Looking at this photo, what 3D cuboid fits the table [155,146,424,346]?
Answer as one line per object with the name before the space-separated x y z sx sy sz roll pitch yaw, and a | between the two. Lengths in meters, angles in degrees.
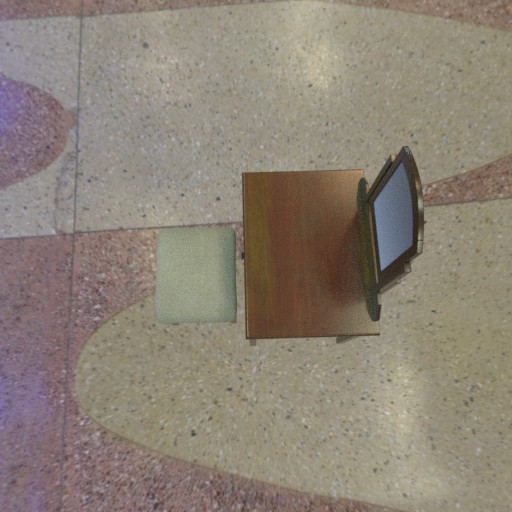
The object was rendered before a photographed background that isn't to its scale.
table | 0.000 0.000 2.328 1.211 1.631 0.876 -2 75 0
